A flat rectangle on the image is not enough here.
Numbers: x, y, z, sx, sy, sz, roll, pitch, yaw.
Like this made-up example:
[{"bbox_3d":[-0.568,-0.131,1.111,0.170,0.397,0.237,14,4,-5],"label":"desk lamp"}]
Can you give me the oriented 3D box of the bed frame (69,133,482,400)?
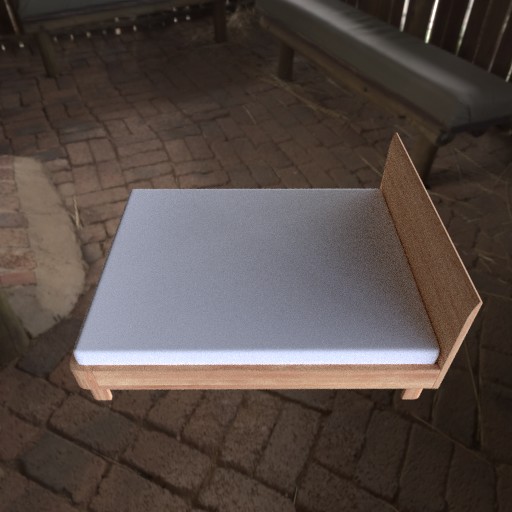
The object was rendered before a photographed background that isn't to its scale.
[{"bbox_3d":[0.000,0.000,2.974,2.092,0.940,1.660,0,43,0],"label":"bed frame"}]
